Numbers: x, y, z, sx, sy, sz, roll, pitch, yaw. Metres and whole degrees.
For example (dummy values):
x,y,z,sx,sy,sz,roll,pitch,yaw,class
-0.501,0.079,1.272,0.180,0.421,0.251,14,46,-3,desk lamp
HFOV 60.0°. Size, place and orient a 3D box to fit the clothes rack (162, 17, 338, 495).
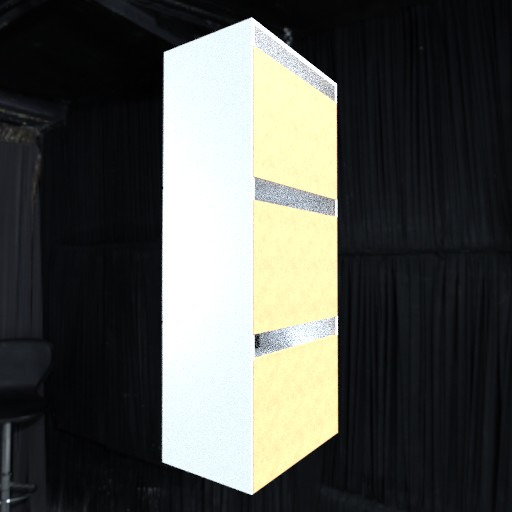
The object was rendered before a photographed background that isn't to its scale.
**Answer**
x,y,z,sx,sy,sz,roll,pitch,yaw,class
0.000,0.000,1.400,0.330,1.187,0.500,-1,-1,35,clothes rack
